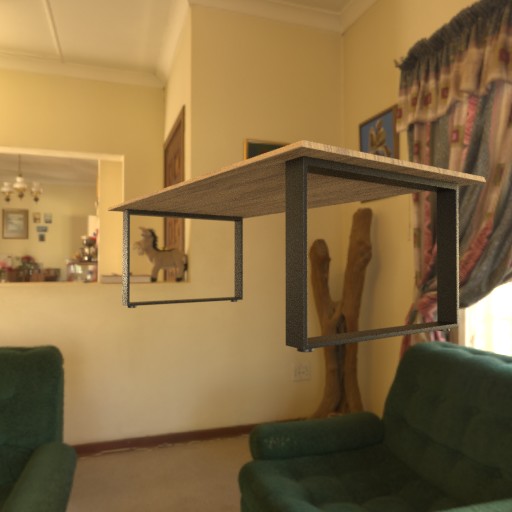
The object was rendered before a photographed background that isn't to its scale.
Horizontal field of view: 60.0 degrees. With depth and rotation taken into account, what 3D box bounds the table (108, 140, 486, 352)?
[{"bbox_3d":[0.000,0.000,1.625,0.693,0.445,1.331,1,-1,-35],"label":"table"}]
